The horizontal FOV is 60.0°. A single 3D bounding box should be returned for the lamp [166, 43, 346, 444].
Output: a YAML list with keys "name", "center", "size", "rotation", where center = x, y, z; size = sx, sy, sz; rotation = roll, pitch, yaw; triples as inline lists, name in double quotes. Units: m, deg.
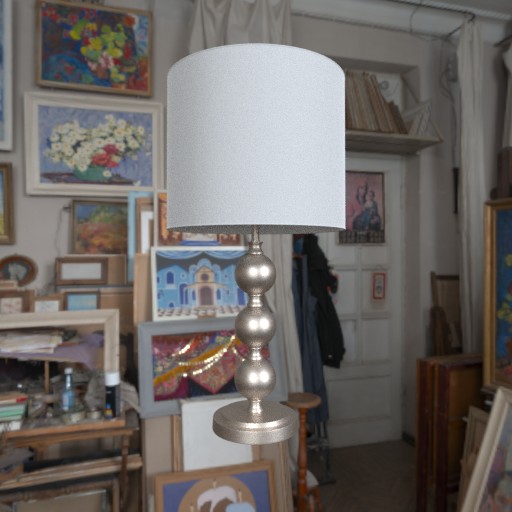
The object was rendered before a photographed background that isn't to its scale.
- name: "lamp"
  center: [0.000, 0.000, 0.698]
  size: [0.277, 0.538, 0.277]
  rotation: [0, 0, 36]
